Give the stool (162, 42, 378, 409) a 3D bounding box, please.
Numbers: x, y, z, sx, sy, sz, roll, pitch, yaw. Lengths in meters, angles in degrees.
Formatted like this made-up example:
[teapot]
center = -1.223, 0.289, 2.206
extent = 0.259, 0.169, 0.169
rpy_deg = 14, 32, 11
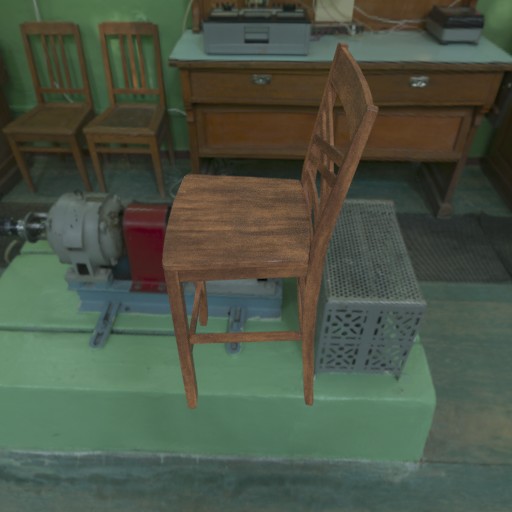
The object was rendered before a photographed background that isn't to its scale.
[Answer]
[stool]
center = 0.000, 0.000, 1.352
extent = 0.487, 1.105, 0.433
rpy_deg = 1, 41, 1
